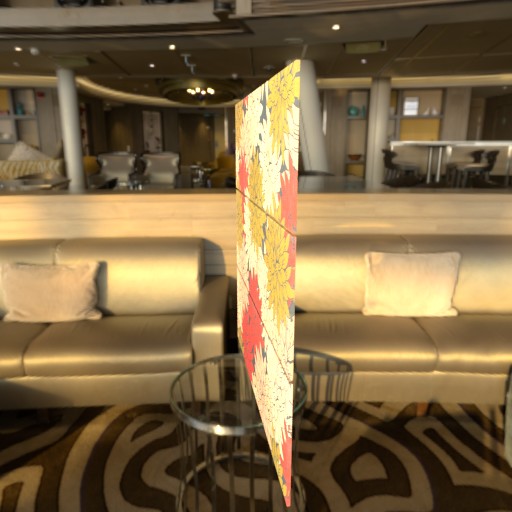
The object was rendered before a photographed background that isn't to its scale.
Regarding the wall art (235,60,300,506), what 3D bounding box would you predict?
[{"bbox_3d":[0.000,0.000,2.181,0.013,1.534,1.519,-2,14,-9],"label":"wall art"}]
